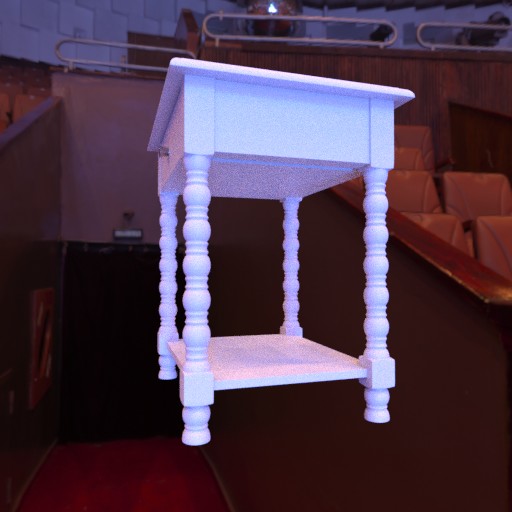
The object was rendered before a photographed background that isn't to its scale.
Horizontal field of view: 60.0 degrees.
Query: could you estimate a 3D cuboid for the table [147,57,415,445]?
[{"bbox_3d":[0.000,0.000,0.855,0.381,0.531,0.460,0,-1,-17],"label":"table"}]
